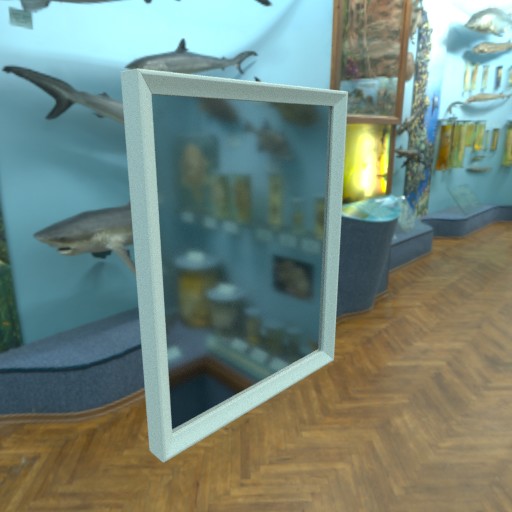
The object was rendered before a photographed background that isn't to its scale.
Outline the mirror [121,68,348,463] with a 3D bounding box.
[{"bbox_3d":[0.000,0.000,0.699,0.041,0.509,0.406,15,22,43],"label":"mirror"}]
